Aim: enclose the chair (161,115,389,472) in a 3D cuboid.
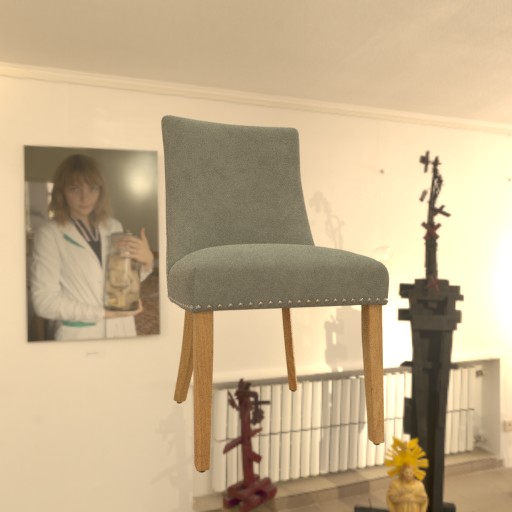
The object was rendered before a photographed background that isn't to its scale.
[{"bbox_3d":[0.000,0.000,1.258,0.495,0.902,0.610,0,0,-18],"label":"chair"}]
